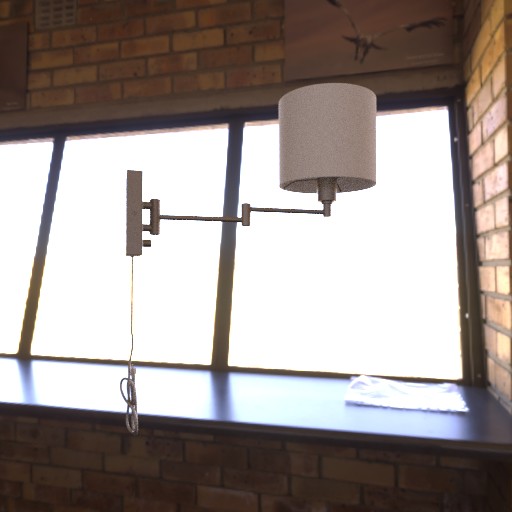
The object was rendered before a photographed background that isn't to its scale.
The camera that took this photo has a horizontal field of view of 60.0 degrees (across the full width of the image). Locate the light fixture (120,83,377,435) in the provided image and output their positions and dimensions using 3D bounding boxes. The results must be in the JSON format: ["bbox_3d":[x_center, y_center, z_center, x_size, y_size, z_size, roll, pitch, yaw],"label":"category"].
[{"bbox_3d":[0.000,0.000,0.884,0.516,0.651,0.203,0,-1,-17],"label":"light fixture"}]
